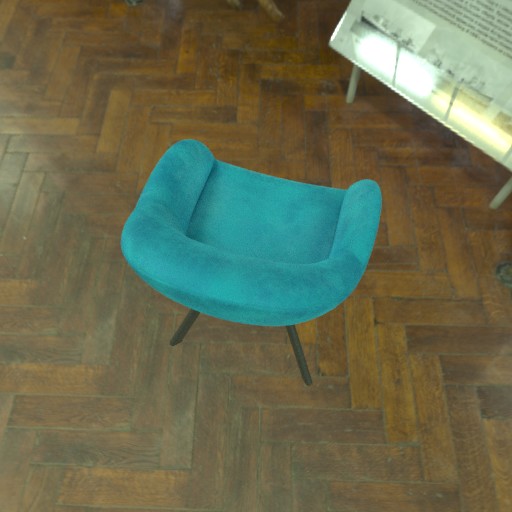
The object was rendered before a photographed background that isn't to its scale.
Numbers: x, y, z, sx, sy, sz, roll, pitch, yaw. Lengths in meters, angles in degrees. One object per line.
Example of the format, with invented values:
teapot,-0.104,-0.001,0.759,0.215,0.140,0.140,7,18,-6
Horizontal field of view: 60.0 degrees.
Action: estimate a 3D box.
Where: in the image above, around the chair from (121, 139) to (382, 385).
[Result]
chair,0.000,0.000,1.197,0.550,0.795,0.590,14,63,7
